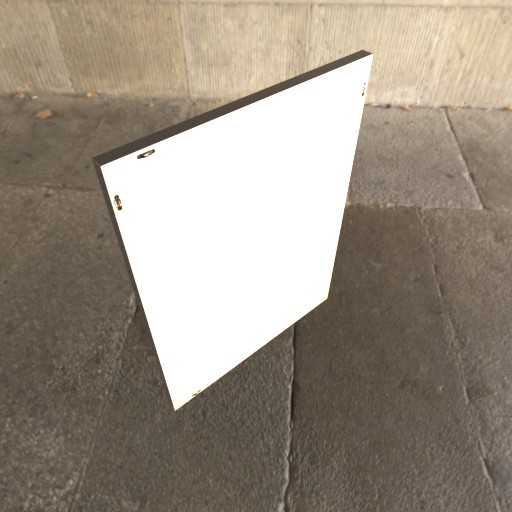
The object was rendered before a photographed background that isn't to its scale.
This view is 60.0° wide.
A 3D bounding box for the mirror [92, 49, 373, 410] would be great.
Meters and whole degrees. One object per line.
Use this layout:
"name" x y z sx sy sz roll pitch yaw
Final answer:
"mirror" 0.000 0.000 1.346 0.762 1.016 0.040 -32 54 -26
